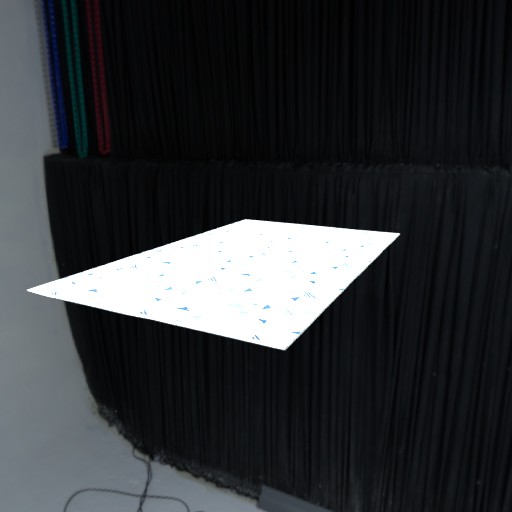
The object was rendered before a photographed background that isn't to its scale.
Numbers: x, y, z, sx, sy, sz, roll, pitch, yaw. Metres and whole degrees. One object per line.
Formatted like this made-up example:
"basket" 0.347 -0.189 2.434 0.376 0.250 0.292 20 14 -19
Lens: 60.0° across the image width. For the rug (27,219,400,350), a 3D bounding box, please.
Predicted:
"rug" 0.000 0.000 3.087 1.512 0.009 2.457 8 16 26
